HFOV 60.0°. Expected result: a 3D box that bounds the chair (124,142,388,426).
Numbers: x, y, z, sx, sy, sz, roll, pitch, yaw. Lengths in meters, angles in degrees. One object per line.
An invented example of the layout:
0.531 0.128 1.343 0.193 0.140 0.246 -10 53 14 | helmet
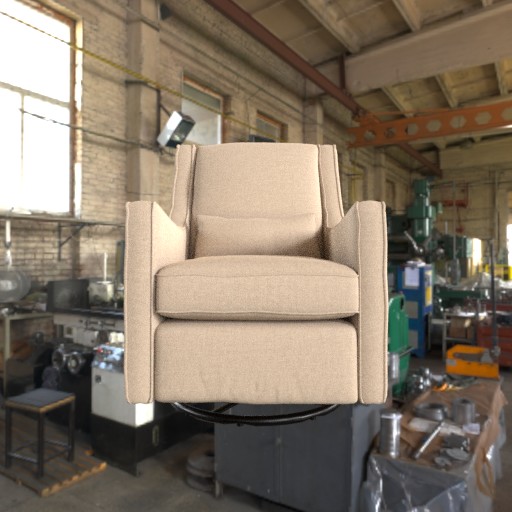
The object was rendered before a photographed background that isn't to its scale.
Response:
0.000 0.000 1.621 0.732 0.993 0.879 0 -1 0 | chair
